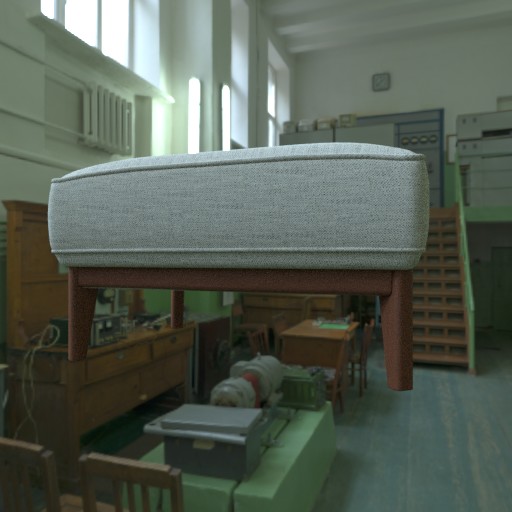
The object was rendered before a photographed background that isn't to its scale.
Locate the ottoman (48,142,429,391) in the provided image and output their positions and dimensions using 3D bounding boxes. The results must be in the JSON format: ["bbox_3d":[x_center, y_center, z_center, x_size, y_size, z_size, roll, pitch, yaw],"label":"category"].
[{"bbox_3d":[0.000,0.000,1.119,0.794,0.465,0.594,0,0,18],"label":"ottoman"}]
